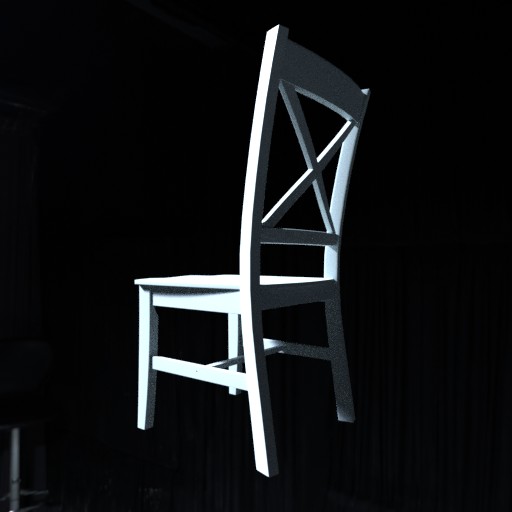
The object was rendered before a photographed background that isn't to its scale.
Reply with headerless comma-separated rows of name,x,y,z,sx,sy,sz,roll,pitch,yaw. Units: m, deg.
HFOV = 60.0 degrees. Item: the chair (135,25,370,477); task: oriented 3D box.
chair,0.000,0.000,1.283,0.542,0.983,0.485,0,0,37
